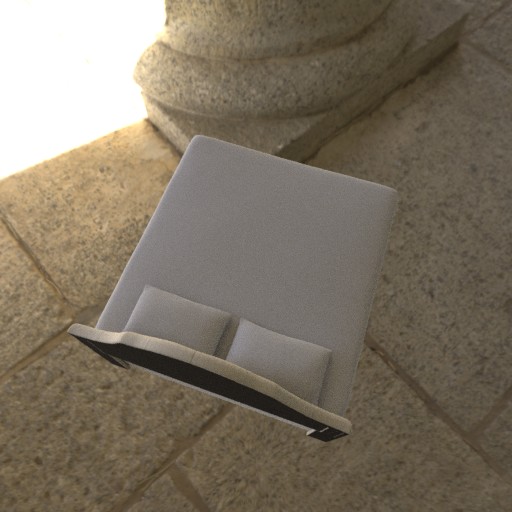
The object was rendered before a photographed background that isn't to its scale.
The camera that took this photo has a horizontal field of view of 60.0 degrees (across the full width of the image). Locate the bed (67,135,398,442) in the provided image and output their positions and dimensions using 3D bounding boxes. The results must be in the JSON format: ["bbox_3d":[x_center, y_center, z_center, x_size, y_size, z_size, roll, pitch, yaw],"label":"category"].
[{"bbox_3d":[0.000,0.000,3.431,2.012,1.555,2.086,17,66,8],"label":"bed"}]
